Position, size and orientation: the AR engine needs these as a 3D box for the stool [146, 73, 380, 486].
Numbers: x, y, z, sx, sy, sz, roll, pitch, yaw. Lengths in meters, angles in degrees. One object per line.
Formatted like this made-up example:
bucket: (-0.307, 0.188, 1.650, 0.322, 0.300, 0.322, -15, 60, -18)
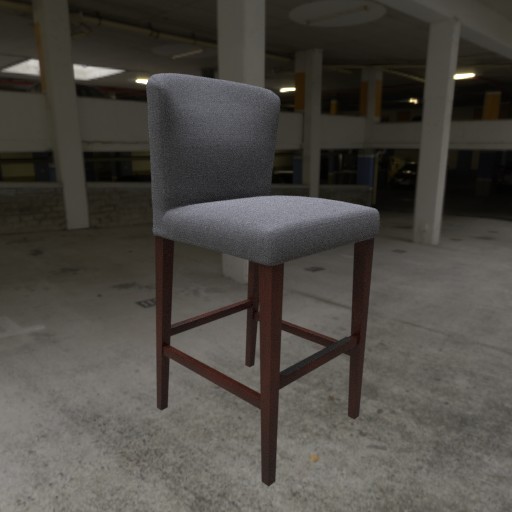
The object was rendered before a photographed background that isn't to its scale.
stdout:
stool: (0.000, 0.000, 1.340, 0.568, 1.069, 0.486, 14, 20, 43)
